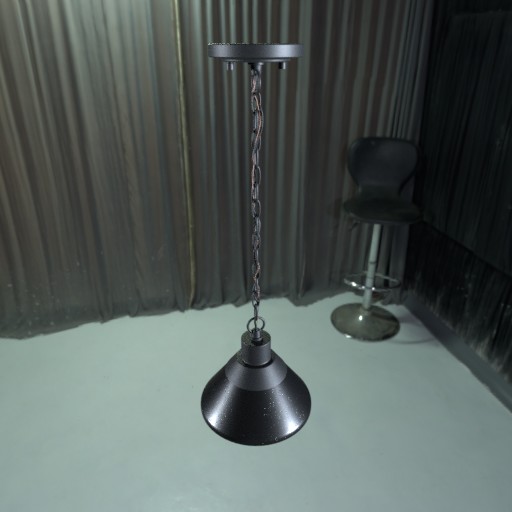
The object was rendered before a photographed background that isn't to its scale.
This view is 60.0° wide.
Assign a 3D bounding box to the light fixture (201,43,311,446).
[{"bbox_3d":[0.000,0.000,0.681,0.201,0.588,0.201,-8,27,-16],"label":"light fixture"}]
